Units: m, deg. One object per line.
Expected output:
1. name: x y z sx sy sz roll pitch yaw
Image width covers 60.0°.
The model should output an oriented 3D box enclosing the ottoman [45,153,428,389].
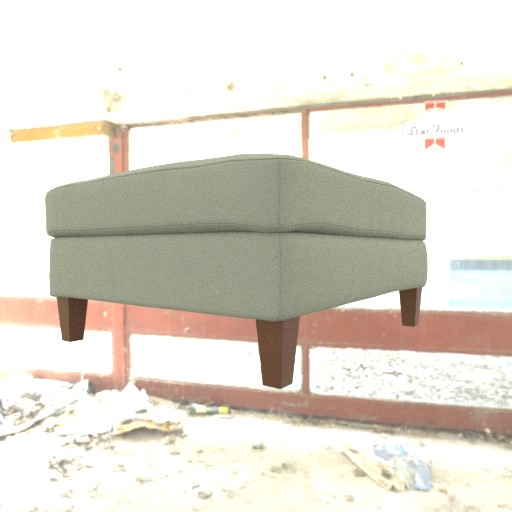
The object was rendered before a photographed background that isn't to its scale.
1. ottoman: 0.000 0.000 1.436 0.842 0.494 0.991 1 1 36
